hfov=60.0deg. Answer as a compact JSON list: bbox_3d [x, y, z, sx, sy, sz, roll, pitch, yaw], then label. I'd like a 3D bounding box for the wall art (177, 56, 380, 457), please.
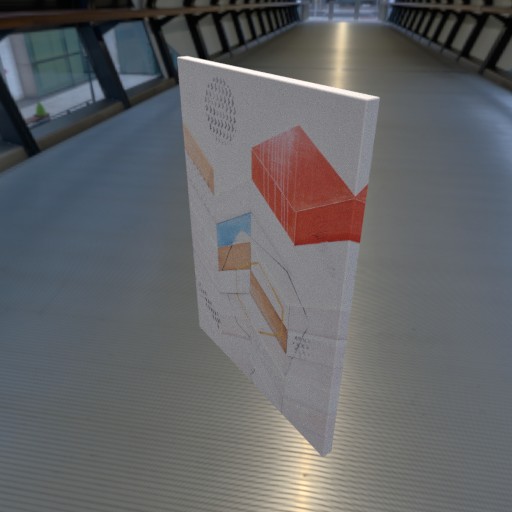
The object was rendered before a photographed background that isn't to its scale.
[{"bbox_3d":[0.000,0.000,1.095,0.036,0.848,0.613,-20,36,-30],"label":"wall art"}]
